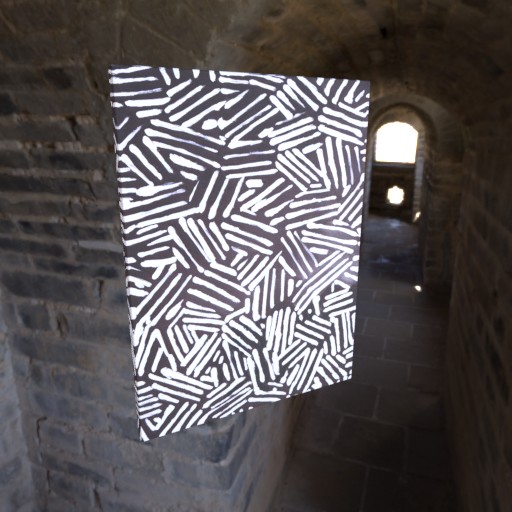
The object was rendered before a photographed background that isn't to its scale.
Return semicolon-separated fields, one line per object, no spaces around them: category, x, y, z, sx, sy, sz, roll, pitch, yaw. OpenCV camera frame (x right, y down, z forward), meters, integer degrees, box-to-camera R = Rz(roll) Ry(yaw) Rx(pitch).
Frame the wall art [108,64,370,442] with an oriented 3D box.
wall art;0.000;0.000;1.332;0.765;1.017;0.038;-8;17;-26
